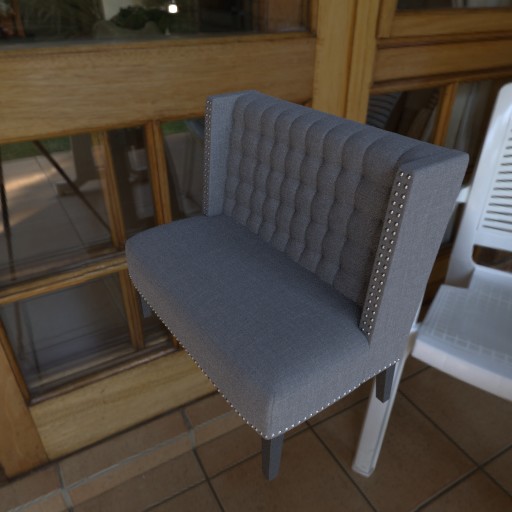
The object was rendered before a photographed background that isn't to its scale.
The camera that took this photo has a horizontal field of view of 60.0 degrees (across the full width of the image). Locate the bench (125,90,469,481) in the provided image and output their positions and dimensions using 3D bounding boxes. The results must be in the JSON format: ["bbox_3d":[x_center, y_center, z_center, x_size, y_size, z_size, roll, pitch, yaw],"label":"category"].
[{"bbox_3d":[0.000,0.000,1.971,0.842,1.121,1.276,-20,37,-29],"label":"bench"}]
